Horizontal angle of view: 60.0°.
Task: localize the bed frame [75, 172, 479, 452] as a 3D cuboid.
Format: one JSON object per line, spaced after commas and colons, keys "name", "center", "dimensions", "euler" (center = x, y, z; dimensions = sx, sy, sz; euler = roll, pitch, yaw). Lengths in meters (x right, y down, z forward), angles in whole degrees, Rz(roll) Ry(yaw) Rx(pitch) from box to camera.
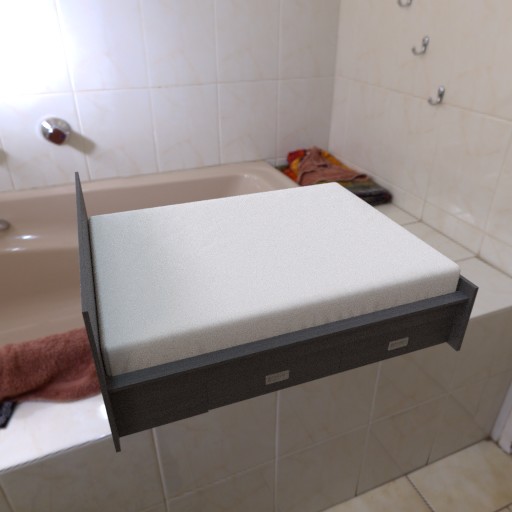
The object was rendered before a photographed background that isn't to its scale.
{"name": "bed frame", "center": [0.000, 0.000, 2.774], "dimensions": [1.960, 0.800, 1.622], "euler": [-11, 32, -17]}
